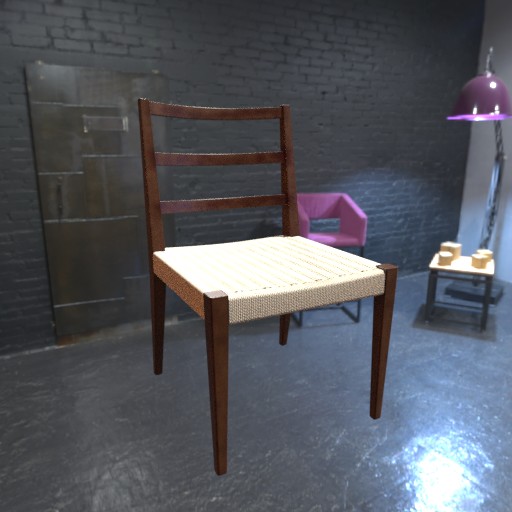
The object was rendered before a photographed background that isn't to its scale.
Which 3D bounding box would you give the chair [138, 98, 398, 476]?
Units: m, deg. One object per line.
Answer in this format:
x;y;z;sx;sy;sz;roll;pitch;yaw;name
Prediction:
0.000;0.000;1.184;0.480;0.813;0.551;-7;16;-26;chair
